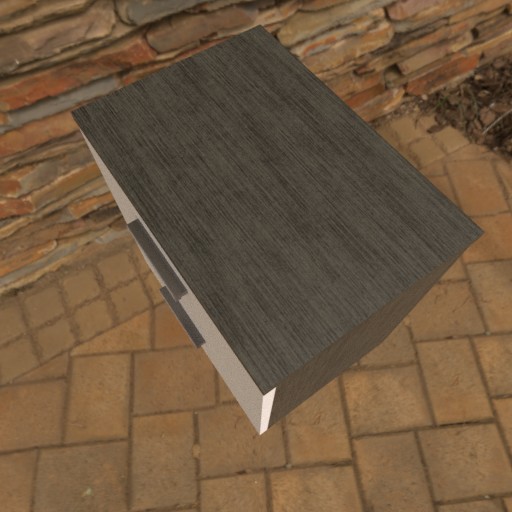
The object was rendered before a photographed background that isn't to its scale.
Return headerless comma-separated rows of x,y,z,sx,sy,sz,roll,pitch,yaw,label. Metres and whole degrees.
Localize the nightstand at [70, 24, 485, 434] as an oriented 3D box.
0.000,0.000,0.747,0.325,0.460,0.441,-32,67,-15,nightstand
